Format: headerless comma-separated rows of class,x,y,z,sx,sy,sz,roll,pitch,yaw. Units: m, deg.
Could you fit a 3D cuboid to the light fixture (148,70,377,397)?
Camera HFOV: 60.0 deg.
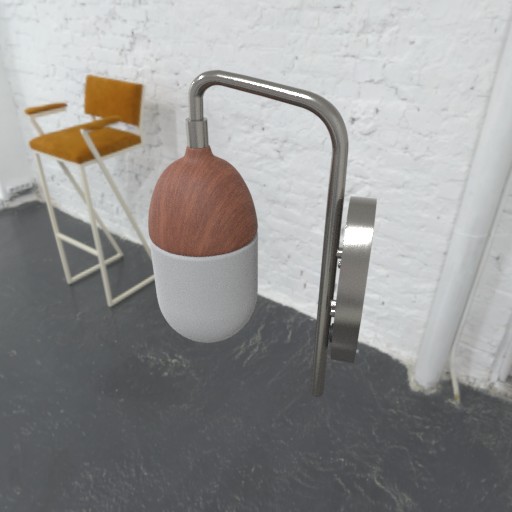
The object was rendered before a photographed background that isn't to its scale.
light fixture,0.000,0.000,0.442,0.216,0.343,0.108,8,31,13
